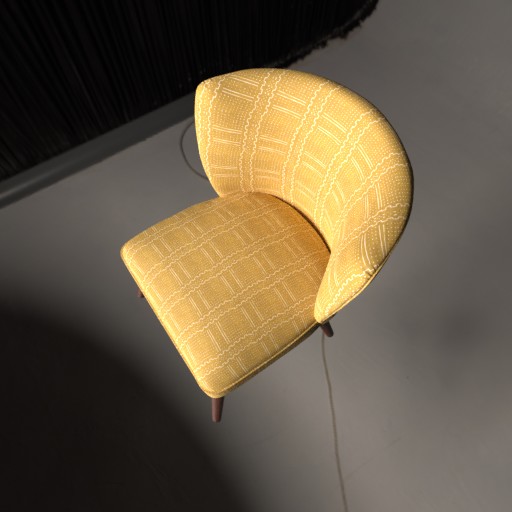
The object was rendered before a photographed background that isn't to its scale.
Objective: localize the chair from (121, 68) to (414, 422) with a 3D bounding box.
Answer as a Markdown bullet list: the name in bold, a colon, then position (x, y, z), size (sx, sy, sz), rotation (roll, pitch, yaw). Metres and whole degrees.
- **chair**: position (0.000, 0.000, 1.412), size (0.758, 0.866, 0.706), rotation (-31, 67, -15)
